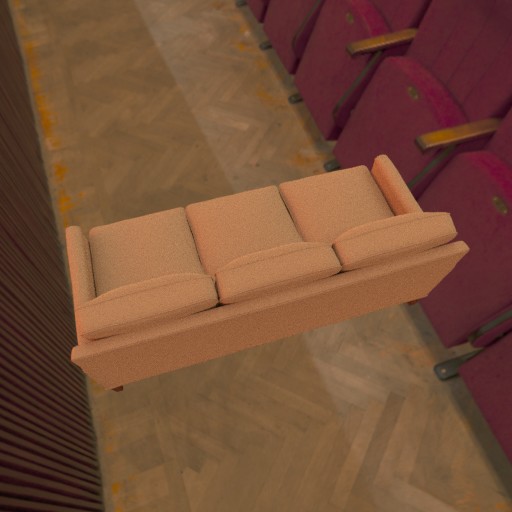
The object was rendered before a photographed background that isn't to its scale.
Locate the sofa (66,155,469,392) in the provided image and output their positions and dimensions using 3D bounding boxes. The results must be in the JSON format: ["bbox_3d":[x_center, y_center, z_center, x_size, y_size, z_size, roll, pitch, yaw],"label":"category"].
[{"bbox_3d":[0.000,0.000,2.841,2.246,1.003,1.084,-15,58,-9],"label":"sofa"}]
